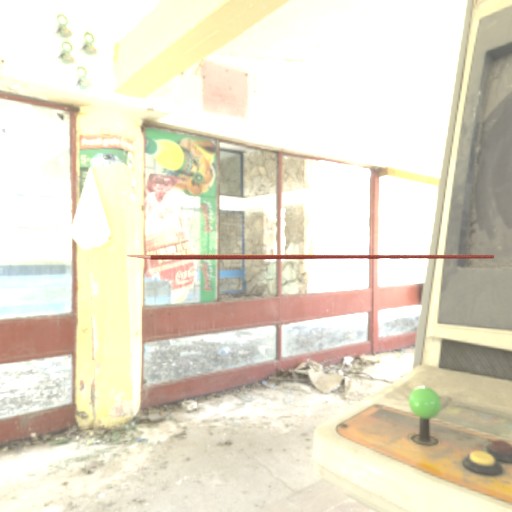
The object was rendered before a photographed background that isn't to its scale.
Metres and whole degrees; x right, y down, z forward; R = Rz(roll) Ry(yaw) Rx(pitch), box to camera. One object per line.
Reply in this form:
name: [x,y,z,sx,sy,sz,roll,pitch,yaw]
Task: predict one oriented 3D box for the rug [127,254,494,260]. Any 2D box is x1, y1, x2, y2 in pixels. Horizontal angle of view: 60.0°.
rug: [0.000,0.000,2.243,1.194,0.013,1.802,0,0,-18]
